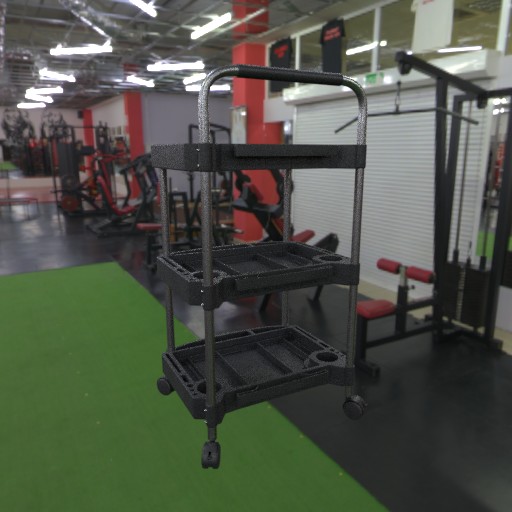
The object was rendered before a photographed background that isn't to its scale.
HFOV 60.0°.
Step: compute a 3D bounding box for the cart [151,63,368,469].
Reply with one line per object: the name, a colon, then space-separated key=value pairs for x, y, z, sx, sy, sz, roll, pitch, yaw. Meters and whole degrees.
cart: x=0.000 y=0.000 z=1.438 sx=0.584 sy=1.075 sz=0.518 roll=-7 pitch=15 yaw=-27
